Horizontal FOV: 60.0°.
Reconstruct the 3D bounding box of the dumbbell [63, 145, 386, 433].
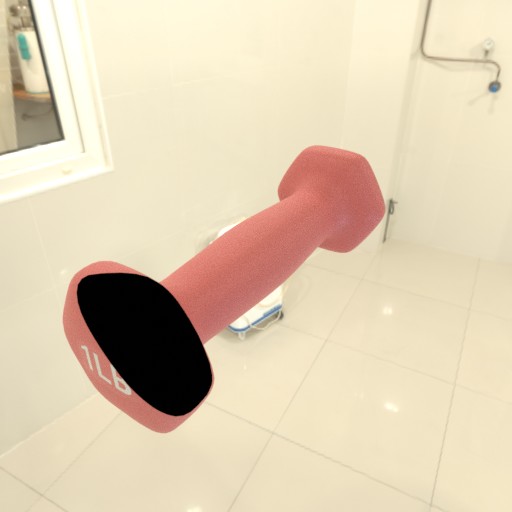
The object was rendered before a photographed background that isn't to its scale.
[{"bbox_3d":[0.000,0.000,0.146,0.047,0.043,0.123,20,37,29],"label":"dumbbell"}]
